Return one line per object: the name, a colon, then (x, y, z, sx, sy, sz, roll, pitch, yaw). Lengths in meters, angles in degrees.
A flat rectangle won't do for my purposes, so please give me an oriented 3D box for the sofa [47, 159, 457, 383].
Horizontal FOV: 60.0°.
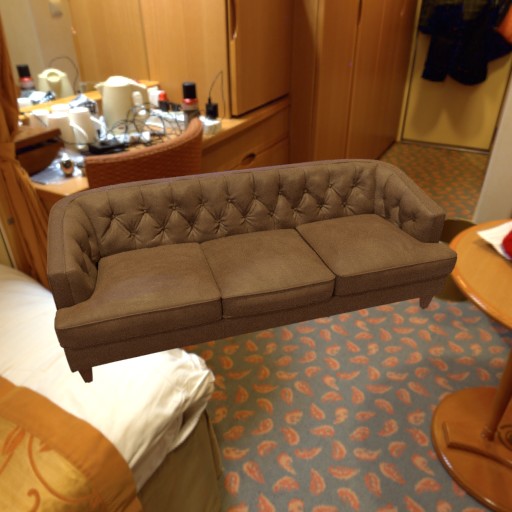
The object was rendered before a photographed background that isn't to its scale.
sofa: (0.000, 0.000, 2.677, 2.227, 0.787, 0.927, -9, 33, -15)
